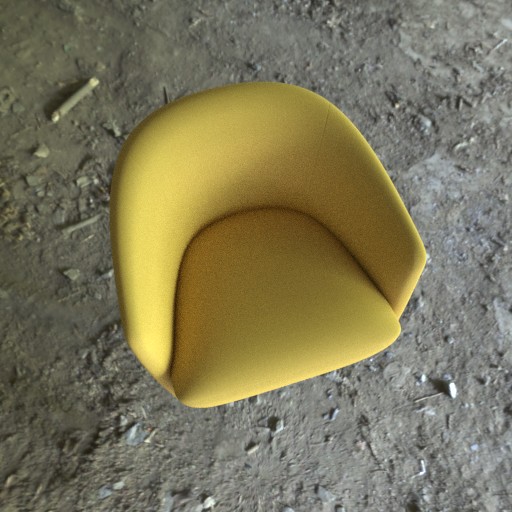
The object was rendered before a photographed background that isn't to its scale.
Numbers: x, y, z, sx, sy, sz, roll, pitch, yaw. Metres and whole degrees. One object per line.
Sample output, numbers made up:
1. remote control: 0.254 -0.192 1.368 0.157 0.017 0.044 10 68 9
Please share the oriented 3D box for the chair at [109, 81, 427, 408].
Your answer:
1. chair: 0.000 0.000 1.367 0.773 0.698 0.767 -15 64 -8
